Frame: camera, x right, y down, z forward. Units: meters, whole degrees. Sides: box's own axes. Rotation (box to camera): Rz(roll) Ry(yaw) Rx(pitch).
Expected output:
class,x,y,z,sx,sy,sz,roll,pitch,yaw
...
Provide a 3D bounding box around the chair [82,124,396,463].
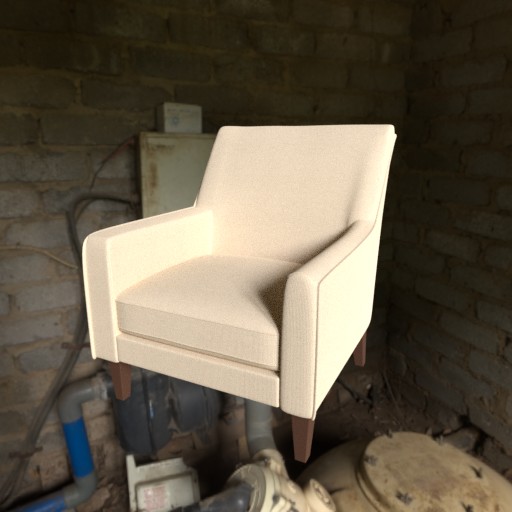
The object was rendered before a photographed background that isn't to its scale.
class,x,y,z,sx,sy,sz,roll,pitch,yaw
chair,0.000,0.000,1.605,0.780,0.919,0.899,8,17,26
